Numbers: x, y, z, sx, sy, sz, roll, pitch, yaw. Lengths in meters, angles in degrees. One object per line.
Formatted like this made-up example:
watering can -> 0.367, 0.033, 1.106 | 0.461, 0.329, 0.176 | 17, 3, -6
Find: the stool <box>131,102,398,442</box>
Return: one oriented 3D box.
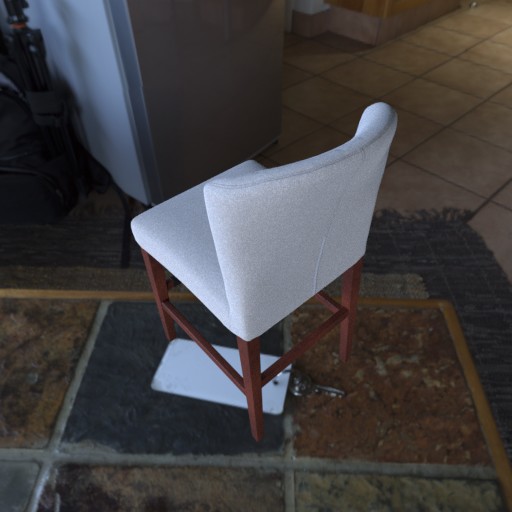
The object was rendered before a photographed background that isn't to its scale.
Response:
stool -> 0.000, 0.000, 1.267 | 0.479, 0.968, 0.568 | -33, 54, -28
